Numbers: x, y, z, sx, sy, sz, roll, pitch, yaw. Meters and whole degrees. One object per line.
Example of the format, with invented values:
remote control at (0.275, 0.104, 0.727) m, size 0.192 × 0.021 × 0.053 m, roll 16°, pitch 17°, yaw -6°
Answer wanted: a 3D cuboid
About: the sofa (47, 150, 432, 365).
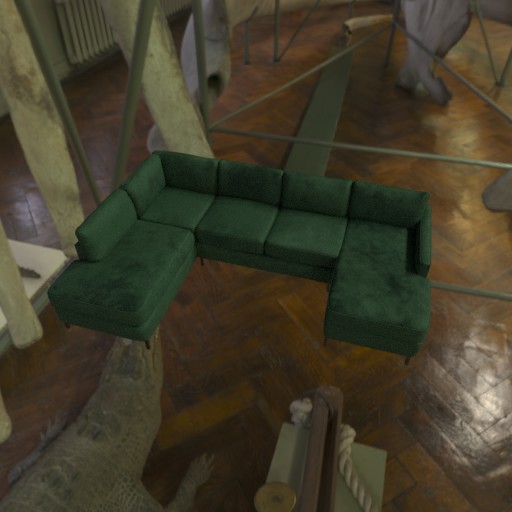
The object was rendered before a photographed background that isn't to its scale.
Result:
sofa at (0.000, 0.000, 3.979) m, size 2.994 × 0.861 × 1.992 m, roll 11°, pitch 43°, yaw 12°
